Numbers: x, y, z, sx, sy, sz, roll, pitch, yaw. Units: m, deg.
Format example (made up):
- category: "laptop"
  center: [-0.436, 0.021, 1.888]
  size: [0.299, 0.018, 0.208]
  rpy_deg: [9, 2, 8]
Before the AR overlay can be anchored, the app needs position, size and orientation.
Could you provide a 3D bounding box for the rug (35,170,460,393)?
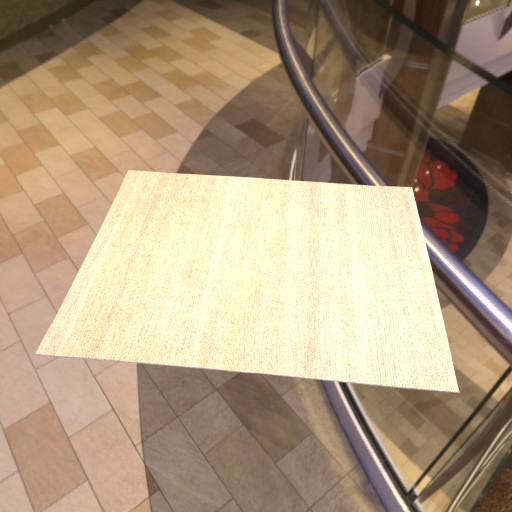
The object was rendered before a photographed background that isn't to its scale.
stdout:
- category: "rug"
  center: [0.000, 0.000, 4.183]
  size: [3.245, 0.046, 2.467]
  rpy_deg: [4, 46, 4]
